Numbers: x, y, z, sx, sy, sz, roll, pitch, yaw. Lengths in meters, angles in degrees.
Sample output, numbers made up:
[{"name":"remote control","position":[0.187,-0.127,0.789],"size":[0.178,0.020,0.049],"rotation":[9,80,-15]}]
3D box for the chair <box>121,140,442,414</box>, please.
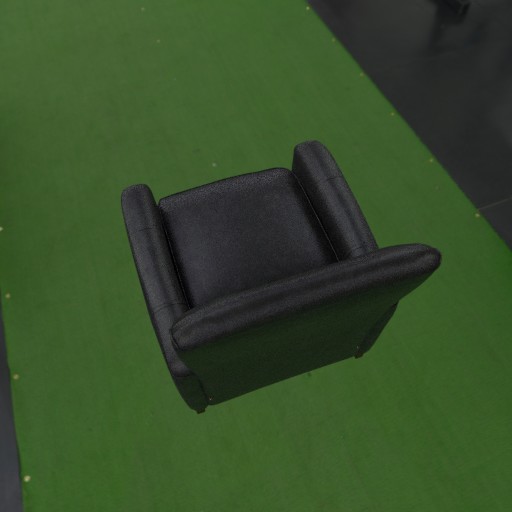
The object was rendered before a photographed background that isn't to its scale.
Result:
[{"name":"chair","position":[0.000,0.000,1.615],"size":[0.848,1.014,0.864],"rotation":[-16,60,-10]}]
